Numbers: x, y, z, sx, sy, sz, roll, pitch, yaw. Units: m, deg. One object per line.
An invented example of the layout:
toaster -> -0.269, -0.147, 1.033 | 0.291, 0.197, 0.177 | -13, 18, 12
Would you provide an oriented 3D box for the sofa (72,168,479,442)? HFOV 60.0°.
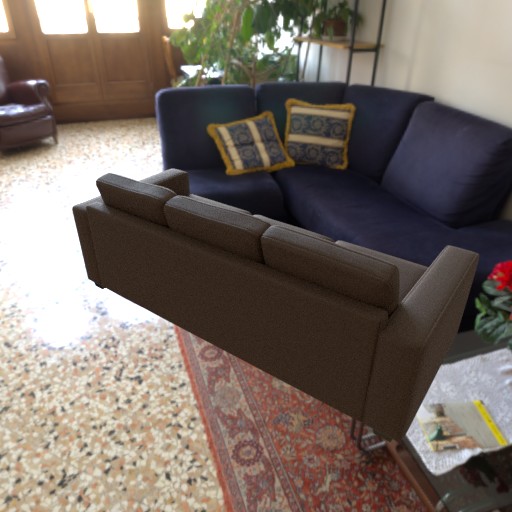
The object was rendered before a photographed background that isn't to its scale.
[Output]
sofa -> 0.000, 0.000, 2.550 | 2.160, 0.806, 0.900 | 20, 36, 30
